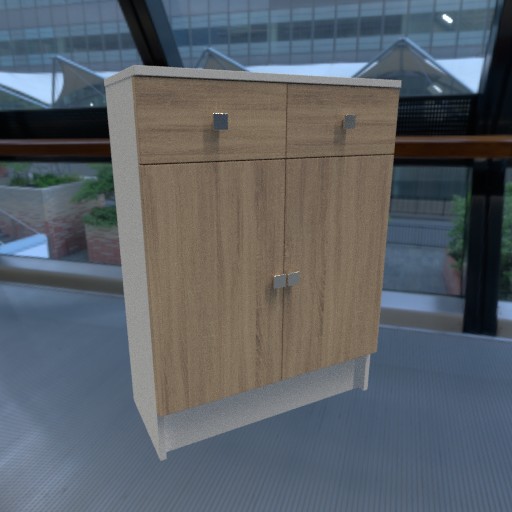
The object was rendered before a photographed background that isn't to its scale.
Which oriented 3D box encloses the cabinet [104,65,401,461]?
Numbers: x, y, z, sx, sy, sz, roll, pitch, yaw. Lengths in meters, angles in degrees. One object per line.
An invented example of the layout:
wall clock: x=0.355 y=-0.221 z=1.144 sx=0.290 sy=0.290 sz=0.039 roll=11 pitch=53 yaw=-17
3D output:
cabinet: x=0.000 y=0.000 z=1.099 sx=0.600 sy=0.815 sz=0.296 roll=-9 pitch=19 yaw=-26
